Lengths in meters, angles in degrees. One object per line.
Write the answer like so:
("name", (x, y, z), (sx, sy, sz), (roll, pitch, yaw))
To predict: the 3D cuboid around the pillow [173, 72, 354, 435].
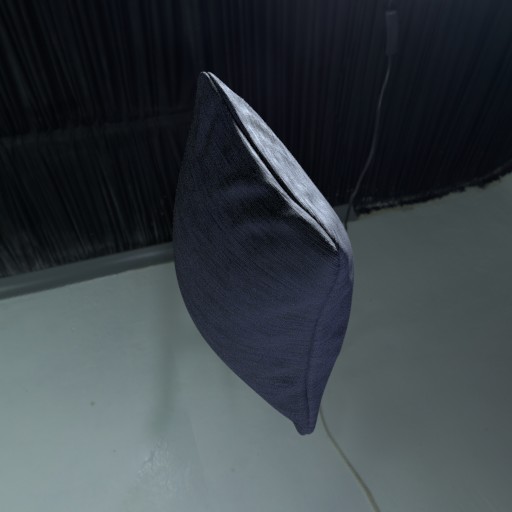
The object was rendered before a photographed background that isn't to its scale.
("pillow", (0.000, 0.000, 0.689), (0.246, 0.414, 0.432), (-16, 48, -15))
